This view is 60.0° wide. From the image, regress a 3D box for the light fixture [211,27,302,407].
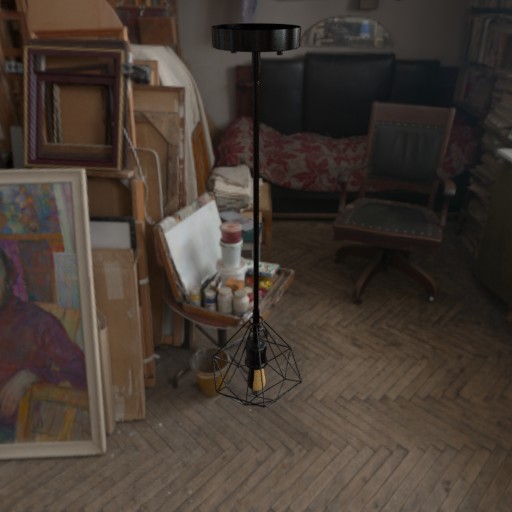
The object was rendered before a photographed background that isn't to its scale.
[{"bbox_3d":[0.000,0.000,1.914,0.487,1.764,0.431,-23,38,-33],"label":"light fixture"}]
